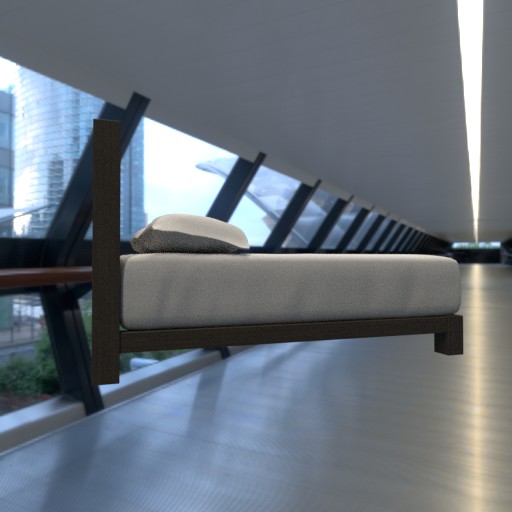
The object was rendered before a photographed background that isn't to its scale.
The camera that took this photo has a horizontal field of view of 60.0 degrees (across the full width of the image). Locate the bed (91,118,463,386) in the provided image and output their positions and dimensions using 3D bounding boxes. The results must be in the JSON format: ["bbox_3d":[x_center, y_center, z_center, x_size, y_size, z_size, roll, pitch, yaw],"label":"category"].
[{"bbox_3d":[0.000,0.000,3.284,2.242,1.270,1.727,0,-1,-19],"label":"bed"}]
